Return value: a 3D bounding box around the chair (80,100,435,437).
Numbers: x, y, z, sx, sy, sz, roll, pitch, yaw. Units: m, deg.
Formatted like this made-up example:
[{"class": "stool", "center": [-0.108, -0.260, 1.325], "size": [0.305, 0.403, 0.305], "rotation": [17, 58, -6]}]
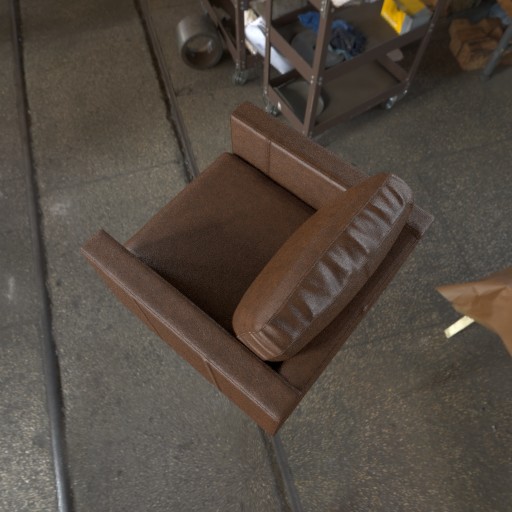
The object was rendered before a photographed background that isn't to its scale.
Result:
[{"class": "chair", "center": [0.000, 0.000, 1.714], "size": [0.909, 0.956, 0.890], "rotation": [37, 69, 16]}]
